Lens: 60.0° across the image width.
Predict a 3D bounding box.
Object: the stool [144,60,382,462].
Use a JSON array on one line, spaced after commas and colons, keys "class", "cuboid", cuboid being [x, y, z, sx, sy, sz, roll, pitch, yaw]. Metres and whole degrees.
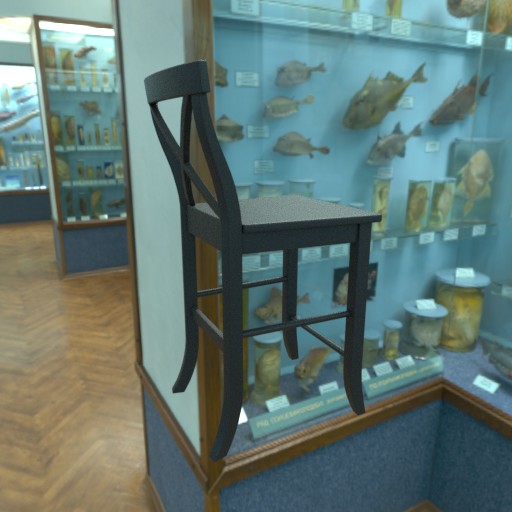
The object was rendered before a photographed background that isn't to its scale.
[{"class": "stool", "cuboid": [0.000, 0.000, 1.315, 0.559, 0.989, 0.452, -8, 17, -26]}]
